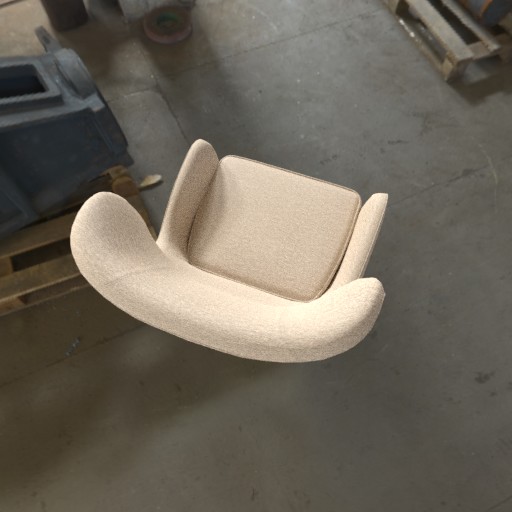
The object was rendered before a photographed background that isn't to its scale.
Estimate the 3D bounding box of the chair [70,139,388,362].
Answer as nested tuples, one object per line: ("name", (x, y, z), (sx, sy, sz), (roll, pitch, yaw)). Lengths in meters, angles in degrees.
("chair", (0.000, 0.000, 1.716), (0.861, 1.064, 0.984), (18, 65, 9))
